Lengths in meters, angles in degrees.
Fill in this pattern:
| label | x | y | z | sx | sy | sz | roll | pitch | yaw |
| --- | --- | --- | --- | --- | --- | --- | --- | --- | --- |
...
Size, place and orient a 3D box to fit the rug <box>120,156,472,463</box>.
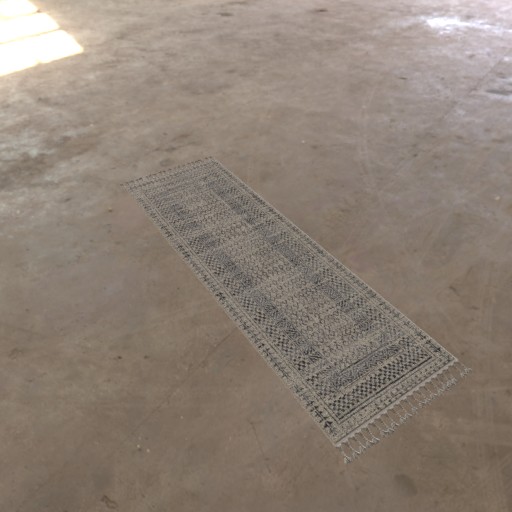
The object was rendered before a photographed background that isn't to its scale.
| label | x | y | z | sx | sy | sz | roll | pitch | yaw |
| --- | --- | --- | --- | --- | --- | --- | --- | --- | --- |
| rug | 0.000 | 0.000 | 2.657 | 0.786 | 0.013 | 2.480 | -24 | 46 | -25 |
